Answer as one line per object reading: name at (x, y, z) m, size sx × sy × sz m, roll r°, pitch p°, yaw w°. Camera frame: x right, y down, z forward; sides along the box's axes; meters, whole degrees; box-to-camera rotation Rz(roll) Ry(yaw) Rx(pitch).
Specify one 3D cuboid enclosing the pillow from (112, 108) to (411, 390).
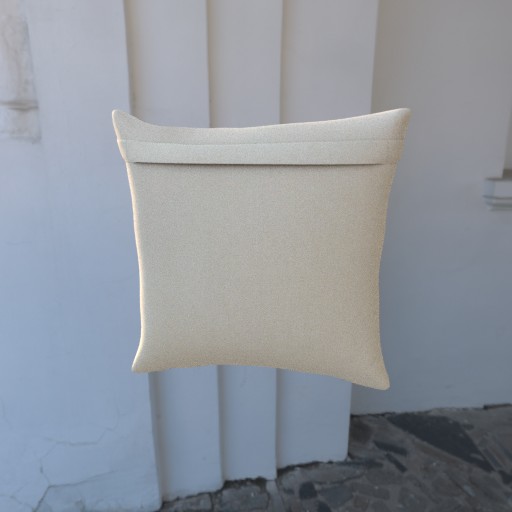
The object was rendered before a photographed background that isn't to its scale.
pillow at (0.000, 0.000, 0.642) m, size 0.405 × 0.406 × 0.173 m, roll 2°, pitch 15°, yaw 7°
